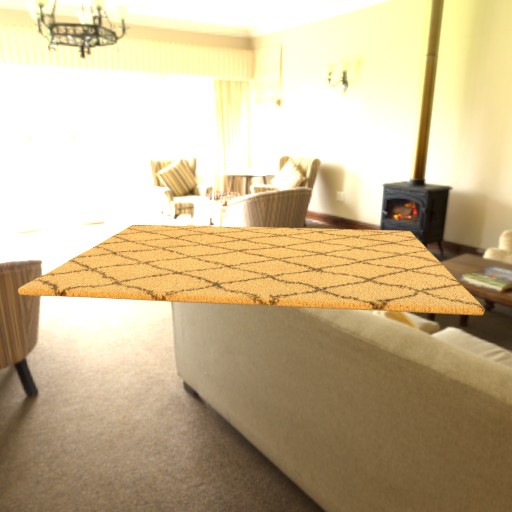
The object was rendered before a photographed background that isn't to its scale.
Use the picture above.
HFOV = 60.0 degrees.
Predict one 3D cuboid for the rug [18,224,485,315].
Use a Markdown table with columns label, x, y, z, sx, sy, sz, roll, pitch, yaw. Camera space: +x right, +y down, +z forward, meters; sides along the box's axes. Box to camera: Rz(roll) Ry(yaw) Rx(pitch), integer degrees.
| label | x | y | z | sx | sy | sz | roll | pitch | yaw |
| --- | --- | --- | --- | --- | --- | --- | --- | --- | --- |
| rug | 0.000 | 0.000 | 2.246 | 1.778 | 0.030 | 1.219 | 2 | 17 | 6 |
